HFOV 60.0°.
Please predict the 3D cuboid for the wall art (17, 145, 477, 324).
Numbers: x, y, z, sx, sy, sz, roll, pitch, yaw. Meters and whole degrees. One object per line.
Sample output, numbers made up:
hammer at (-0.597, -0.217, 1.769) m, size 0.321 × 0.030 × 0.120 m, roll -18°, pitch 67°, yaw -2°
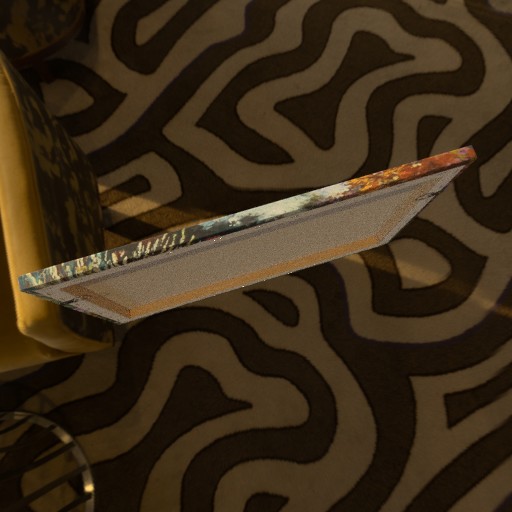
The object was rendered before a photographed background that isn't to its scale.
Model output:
wall art at (0.000, 0.000, 1.423) m, size 1.136 × 0.760 × 0.042 m, roll -17°, pitch 76°, yaw -4°
